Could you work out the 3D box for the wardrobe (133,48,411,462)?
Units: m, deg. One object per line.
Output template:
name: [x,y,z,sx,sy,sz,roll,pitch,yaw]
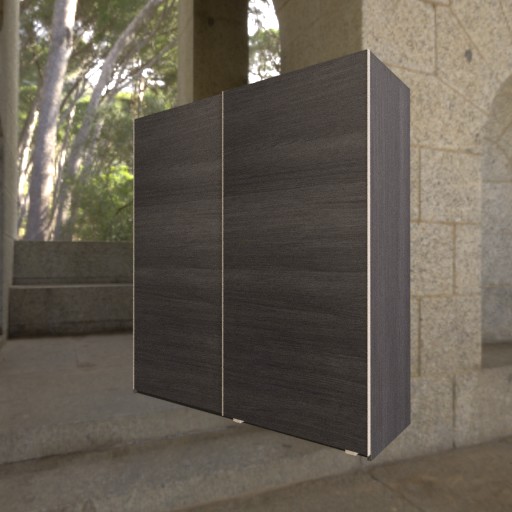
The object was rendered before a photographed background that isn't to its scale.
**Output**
wardrobe: [0.000,0.000,2.866,1.780,1.960,0.629,0,0,37]
